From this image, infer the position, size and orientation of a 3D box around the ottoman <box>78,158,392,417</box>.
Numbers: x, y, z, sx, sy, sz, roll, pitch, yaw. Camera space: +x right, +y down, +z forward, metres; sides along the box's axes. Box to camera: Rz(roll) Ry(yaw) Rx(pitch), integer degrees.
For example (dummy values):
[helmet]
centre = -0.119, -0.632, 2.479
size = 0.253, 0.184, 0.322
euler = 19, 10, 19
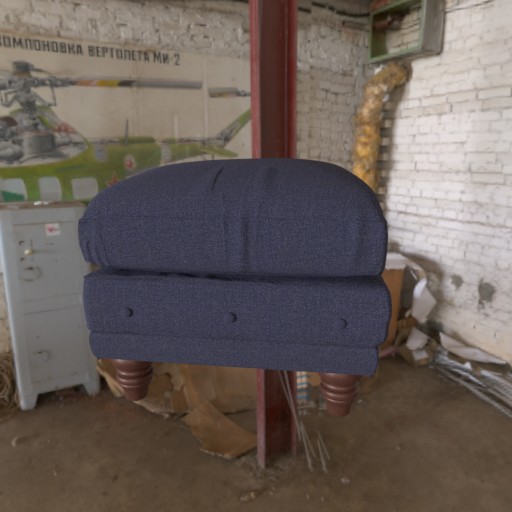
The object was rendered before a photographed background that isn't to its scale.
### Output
[ottoman]
centre = 0.000, 0.000, 1.130
size = 0.558, 0.486, 0.767
euler = 2, 13, 8
